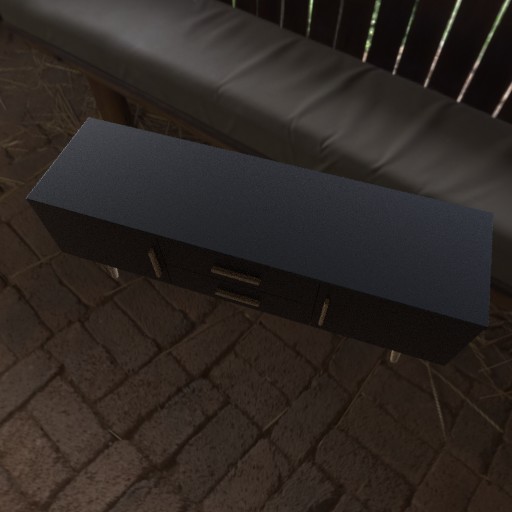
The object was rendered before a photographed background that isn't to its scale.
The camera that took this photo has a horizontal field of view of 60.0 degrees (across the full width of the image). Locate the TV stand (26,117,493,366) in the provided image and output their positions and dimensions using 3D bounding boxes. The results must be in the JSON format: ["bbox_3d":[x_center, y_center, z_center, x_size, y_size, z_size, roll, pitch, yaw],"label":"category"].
[{"bbox_3d":[0.000,0.000,1.503,1.312,0.518,0.390,15,59,10],"label":"TV stand"}]
